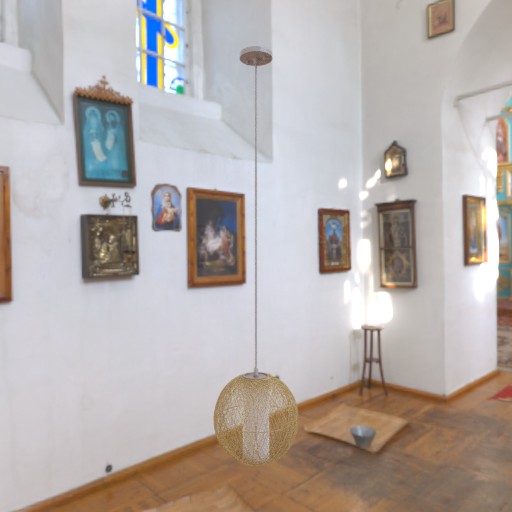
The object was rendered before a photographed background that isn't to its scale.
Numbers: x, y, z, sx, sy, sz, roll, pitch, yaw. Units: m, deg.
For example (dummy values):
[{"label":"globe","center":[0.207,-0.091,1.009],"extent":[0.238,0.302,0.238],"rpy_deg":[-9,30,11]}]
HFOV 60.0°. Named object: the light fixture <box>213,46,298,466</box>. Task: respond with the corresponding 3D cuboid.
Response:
[{"label":"light fixture","center":[0.000,0.000,2.138],"extent":[0.407,1.955,0.406],"rpy_deg":[0,0,1]}]
